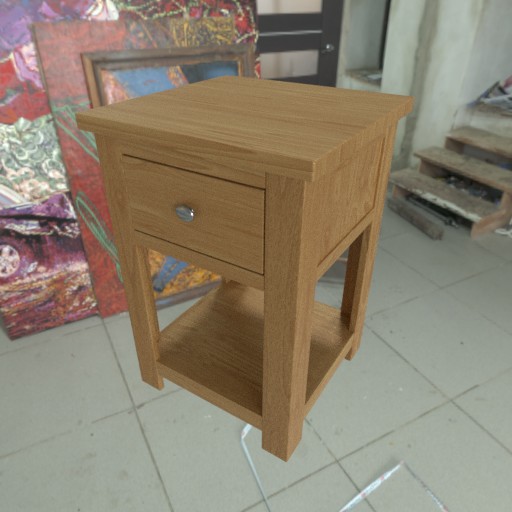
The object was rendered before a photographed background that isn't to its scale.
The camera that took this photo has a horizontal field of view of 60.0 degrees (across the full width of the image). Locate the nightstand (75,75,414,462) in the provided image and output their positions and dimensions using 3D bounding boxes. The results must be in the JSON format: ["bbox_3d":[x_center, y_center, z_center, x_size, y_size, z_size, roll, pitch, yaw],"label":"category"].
[{"bbox_3d":[0.000,0.000,0.924,0.428,0.614,0.418,18,36,27],"label":"nightstand"}]
